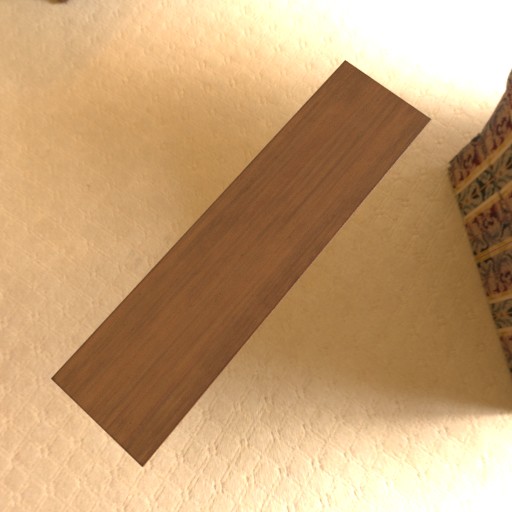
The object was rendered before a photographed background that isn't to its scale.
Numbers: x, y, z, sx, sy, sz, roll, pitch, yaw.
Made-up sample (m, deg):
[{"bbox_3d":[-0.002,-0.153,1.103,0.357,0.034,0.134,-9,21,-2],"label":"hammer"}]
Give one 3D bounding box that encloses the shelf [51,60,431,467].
[{"bbox_3d":[0.000,0.000,0.718,0.166,0.190,0.636,39,79,9],"label":"shelf"}]
